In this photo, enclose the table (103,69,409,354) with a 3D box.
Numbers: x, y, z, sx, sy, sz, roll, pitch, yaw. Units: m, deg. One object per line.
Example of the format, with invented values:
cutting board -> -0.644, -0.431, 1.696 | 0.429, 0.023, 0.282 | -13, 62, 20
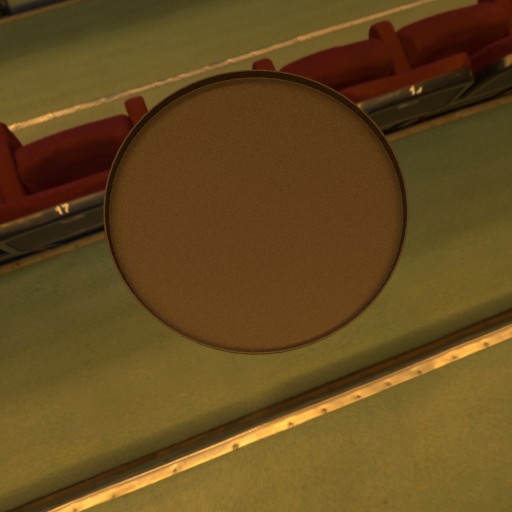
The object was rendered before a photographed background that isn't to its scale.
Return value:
table -> 0.000, 0.000, 1.068 | 0.502, 0.700, 0.502 | -20, 75, -6
